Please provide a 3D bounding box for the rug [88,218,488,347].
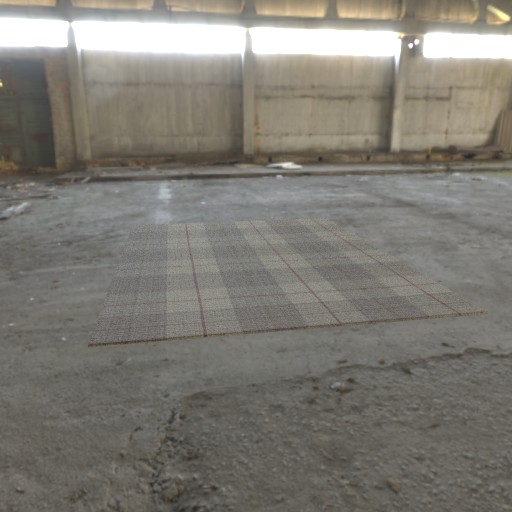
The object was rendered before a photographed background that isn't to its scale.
[{"bbox_3d":[0.000,0.000,3.883,2.317,0.016,2.959,-3,16,-10],"label":"rug"}]
